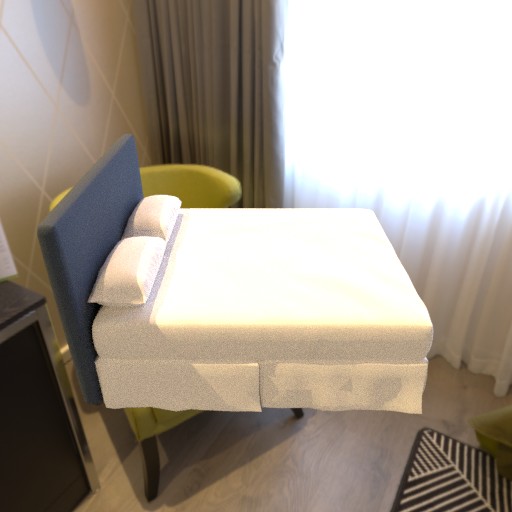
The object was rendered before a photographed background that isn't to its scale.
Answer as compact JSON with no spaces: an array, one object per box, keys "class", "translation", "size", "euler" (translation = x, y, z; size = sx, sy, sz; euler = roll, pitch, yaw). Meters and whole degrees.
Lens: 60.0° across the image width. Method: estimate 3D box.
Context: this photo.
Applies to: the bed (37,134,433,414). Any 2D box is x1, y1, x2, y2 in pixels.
[{"class":"bed","translation":[0.000,0.000,3.172],"size":[2.162,1.330,1.713],"euler":[0,31,0]}]
